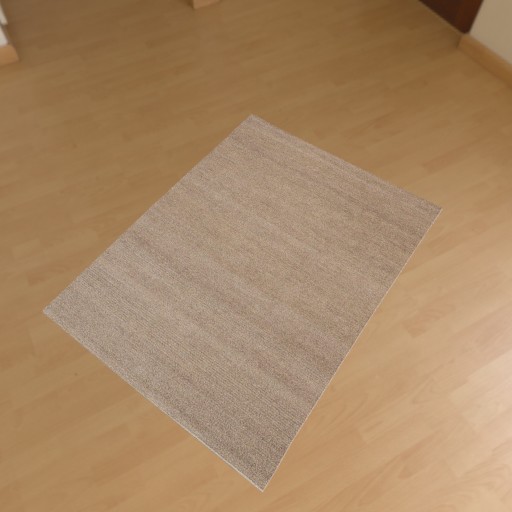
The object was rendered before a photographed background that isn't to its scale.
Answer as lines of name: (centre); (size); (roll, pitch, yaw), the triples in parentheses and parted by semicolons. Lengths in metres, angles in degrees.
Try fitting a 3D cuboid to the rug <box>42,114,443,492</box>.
rug: (0.000, 0.000, 4.309); (2.467, 0.046, 3.245); (32, 64, 18)
